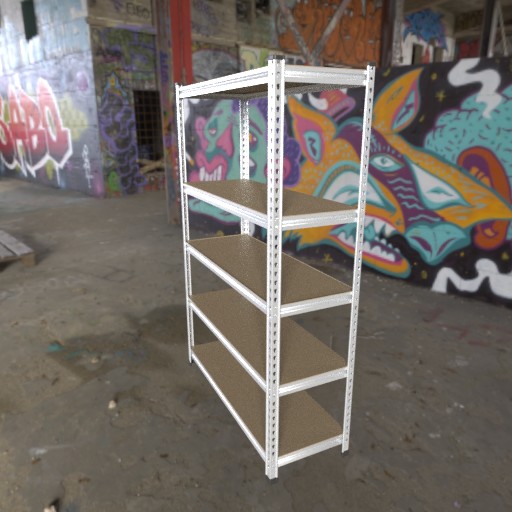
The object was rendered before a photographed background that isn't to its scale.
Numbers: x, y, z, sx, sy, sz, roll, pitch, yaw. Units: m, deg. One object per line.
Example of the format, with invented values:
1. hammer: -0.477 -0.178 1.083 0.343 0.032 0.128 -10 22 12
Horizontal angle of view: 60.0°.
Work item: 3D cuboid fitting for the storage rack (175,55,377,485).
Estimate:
1. storage rack: 0.000 0.000 2.406 0.457 1.829 1.219 -8 18 -25
